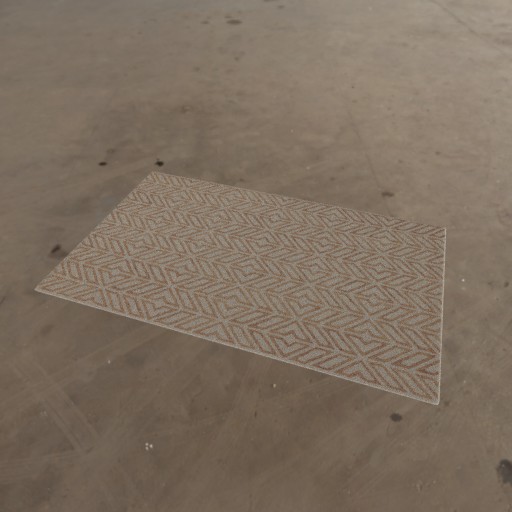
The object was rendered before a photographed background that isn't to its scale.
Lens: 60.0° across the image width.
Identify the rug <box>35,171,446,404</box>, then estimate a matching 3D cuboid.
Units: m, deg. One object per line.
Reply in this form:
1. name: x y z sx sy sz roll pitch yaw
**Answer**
1. rug: 0.000 0.000 3.027 2.438 0.008 1.523 13 43 14
